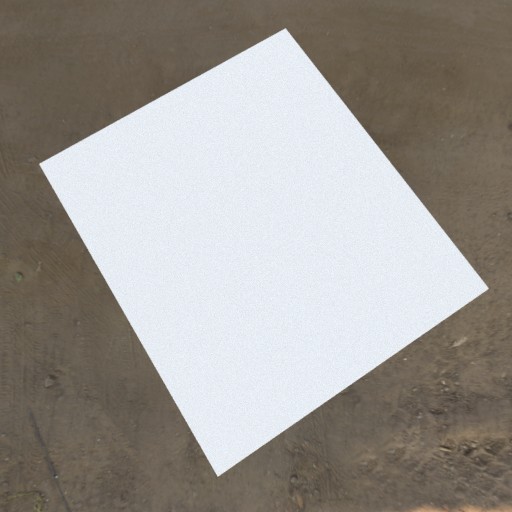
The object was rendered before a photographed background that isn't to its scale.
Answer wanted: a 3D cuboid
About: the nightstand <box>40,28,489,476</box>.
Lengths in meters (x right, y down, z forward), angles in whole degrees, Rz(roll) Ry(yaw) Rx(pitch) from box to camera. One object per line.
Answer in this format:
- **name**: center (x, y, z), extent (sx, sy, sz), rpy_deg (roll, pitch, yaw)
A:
- **nightstand**: center (0.000, 0.000, 0.760), extent (0.408, 0.351, 0.470), rpy_deg (-32, 78, -8)
